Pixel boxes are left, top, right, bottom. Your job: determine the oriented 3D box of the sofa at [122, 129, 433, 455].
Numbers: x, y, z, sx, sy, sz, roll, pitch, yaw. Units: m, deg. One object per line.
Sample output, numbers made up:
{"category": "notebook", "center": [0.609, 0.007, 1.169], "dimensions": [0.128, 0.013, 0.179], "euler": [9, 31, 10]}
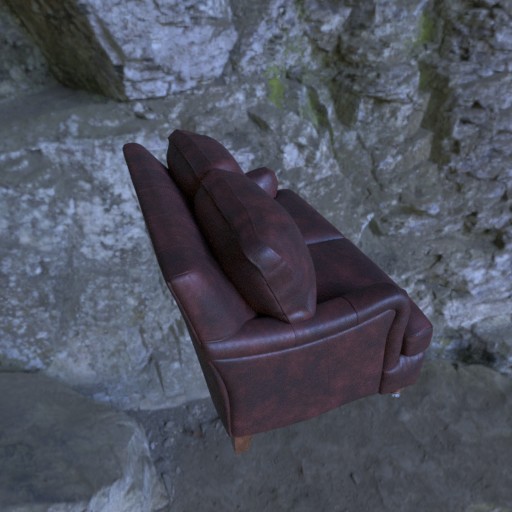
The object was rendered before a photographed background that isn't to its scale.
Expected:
{"category": "sofa", "center": [0.000, 0.000, 2.395], "dimensions": [1.148, 1.070, 1.628], "euler": [-11, 33, -17]}
